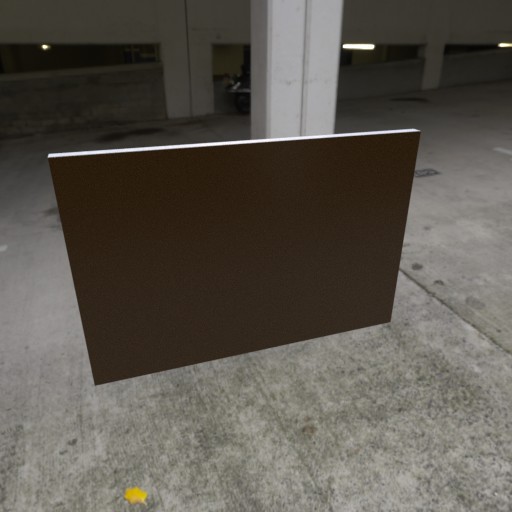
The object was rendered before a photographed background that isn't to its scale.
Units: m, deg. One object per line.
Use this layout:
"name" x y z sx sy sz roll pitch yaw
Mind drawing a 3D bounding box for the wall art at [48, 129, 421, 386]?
"wall art" 0.000 0.000 1.488 1.145 0.762 0.041 -9 27 -17
